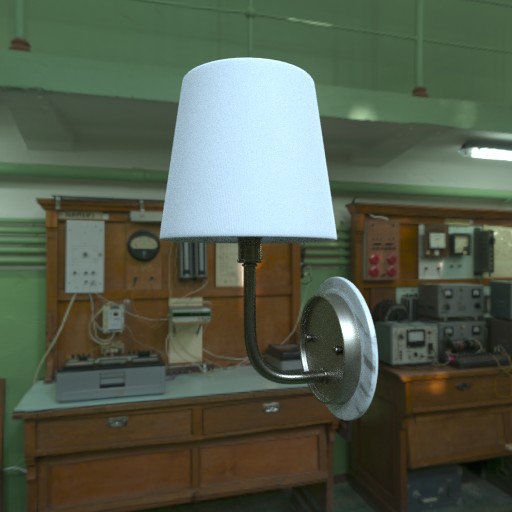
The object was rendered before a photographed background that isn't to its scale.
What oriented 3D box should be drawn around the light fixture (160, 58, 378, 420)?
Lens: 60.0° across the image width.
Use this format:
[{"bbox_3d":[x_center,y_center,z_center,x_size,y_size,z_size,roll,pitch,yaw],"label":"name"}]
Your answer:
[{"bbox_3d":[0.000,0.000,0.441,0.188,0.337,0.168,0,0,-17],"label":"light fixture"}]
